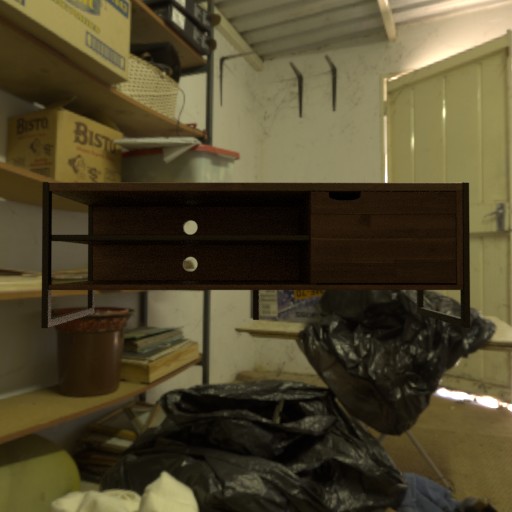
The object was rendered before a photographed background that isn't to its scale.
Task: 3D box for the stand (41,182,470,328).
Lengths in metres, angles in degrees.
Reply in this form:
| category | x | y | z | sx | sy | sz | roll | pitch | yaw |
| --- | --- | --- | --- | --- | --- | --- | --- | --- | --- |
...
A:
| category | x | y | z | sx | sy | sz | roll | pitch | yaw |
| --- | --- | --- | --- | --- | --- | --- | --- | --- | --- |
| stand | 0.000 | 0.000 | 1.758 | 1.480 | 0.506 | 0.454 | 0 | -1 | 0 |
